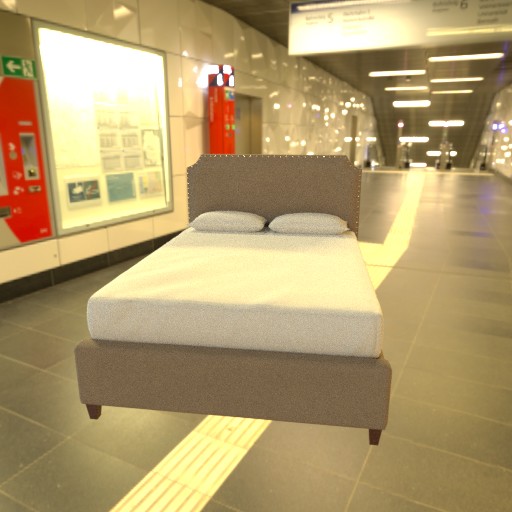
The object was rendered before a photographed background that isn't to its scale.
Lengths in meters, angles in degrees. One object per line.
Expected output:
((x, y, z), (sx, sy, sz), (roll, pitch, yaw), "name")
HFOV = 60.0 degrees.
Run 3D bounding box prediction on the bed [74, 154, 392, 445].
((0.000, 0.000, 3.356), (1.703, 1.415, 2.329), (2, 15, 8), "bed")
